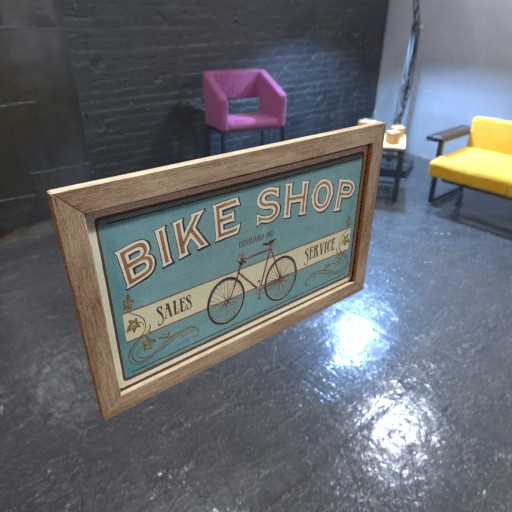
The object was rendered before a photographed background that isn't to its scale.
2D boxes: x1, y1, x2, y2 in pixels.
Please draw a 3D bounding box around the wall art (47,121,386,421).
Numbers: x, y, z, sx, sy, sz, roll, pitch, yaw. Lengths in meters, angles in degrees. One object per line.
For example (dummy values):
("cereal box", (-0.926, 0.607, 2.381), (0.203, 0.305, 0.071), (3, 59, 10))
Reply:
("wall art", (0.000, 0.000, 0.983), (0.780, 0.480, 0.021), (-21, 35, -32))
